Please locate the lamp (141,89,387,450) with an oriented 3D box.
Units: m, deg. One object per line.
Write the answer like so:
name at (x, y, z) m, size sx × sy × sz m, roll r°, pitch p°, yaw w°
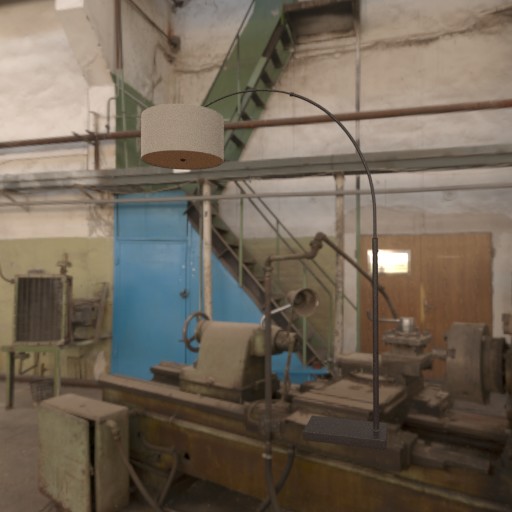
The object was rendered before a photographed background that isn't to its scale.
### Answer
lamp at (0.000, 0.000, 2.538) m, size 1.424 × 1.927 × 0.493 m, roll 0°, pitch -1°, yaw 18°
